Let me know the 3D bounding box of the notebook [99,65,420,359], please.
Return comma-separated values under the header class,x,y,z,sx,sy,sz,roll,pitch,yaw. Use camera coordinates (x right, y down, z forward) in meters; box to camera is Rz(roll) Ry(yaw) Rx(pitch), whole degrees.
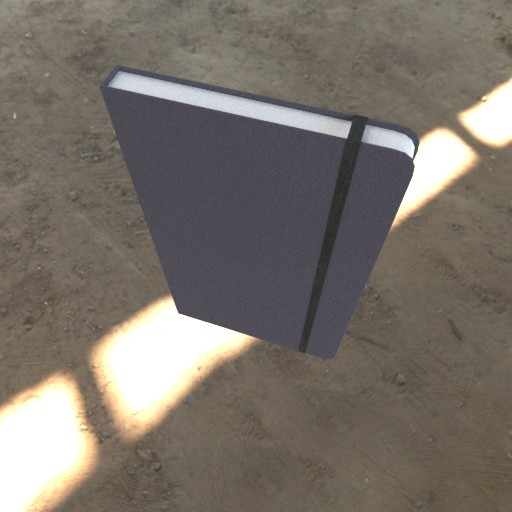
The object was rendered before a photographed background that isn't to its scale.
class,x,y,z,sx,sy,sz,roll,pitch,yaw
notebook,0.000,0.000,0.259,0.127,0.213,0.016,15,59,10
